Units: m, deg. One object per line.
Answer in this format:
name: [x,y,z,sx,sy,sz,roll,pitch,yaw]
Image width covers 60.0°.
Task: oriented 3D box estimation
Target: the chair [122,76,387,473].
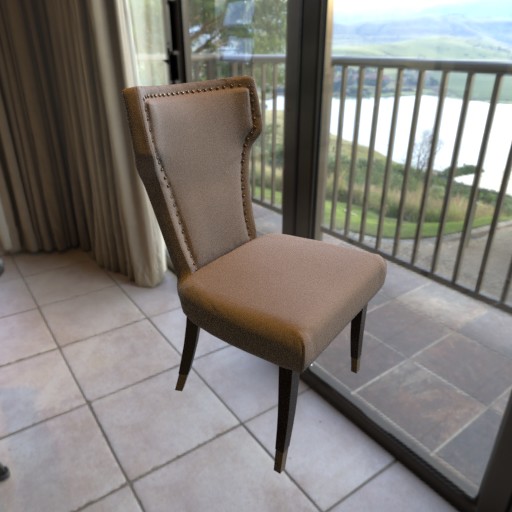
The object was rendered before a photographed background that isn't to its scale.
chair: [0.000,0.000,1.308,0.630,0.950,0.526,17,31,32]
